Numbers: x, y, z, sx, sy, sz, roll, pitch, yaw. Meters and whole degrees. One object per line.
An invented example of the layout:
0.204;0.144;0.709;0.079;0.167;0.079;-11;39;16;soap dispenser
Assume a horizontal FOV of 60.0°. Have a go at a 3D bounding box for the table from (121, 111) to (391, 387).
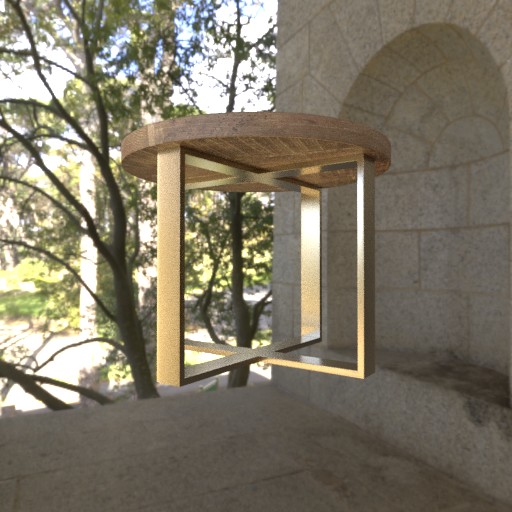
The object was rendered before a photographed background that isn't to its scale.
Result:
0.000;0.000;0.954;0.557;0.437;0.557;0;-1;0;table
